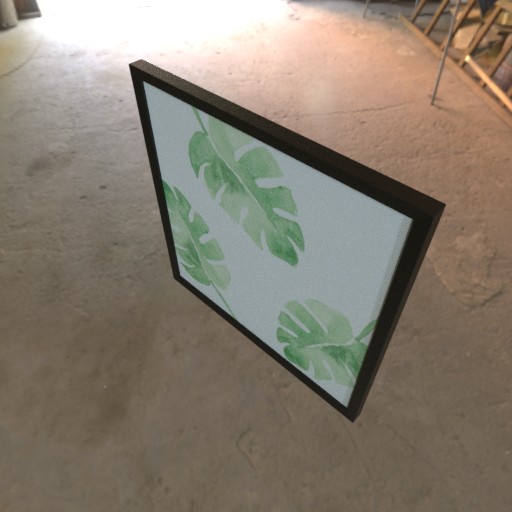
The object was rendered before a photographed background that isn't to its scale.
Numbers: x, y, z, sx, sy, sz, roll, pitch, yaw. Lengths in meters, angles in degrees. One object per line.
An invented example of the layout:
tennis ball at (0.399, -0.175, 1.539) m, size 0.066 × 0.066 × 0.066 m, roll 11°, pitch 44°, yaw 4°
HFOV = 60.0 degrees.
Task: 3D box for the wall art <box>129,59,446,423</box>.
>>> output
wall art at (0.000, 0.000, 1.129) m, size 0.765 × 0.765 × 0.038 m, roll 34°, pitch 56°, yaw 28°
